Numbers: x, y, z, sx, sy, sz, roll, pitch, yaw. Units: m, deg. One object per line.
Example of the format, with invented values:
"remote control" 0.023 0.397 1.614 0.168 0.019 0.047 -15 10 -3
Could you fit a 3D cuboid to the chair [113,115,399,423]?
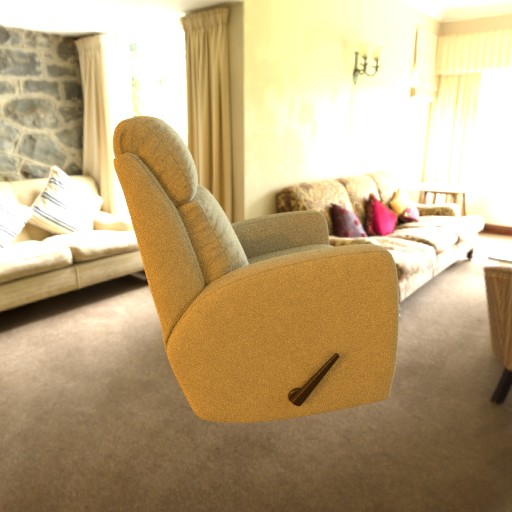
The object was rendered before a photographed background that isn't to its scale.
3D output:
"chair" 0.000 0.000 1.697 0.941 1.015 0.812 -3 16 -10
